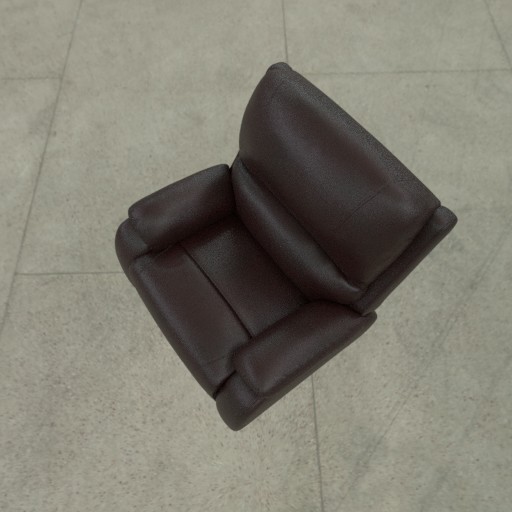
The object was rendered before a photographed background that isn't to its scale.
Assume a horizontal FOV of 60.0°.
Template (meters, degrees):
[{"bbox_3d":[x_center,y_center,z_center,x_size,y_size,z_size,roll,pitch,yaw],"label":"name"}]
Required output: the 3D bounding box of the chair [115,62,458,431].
[{"bbox_3d":[0.000,0.000,1.718,0.899,1.011,0.930,-34,68,-16],"label":"chair"}]
